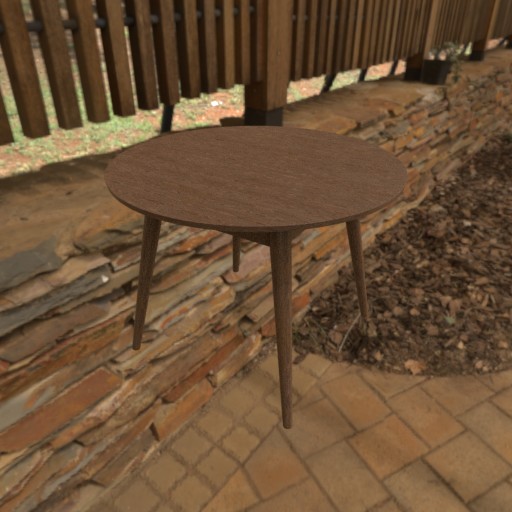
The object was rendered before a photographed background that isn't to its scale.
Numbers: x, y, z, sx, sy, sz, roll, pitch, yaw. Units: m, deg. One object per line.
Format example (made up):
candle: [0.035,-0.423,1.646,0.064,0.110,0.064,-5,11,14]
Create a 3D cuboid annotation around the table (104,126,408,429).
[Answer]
table: [0.000,0.000,1.799,1.053,0.786,1.053,0,30,0]
